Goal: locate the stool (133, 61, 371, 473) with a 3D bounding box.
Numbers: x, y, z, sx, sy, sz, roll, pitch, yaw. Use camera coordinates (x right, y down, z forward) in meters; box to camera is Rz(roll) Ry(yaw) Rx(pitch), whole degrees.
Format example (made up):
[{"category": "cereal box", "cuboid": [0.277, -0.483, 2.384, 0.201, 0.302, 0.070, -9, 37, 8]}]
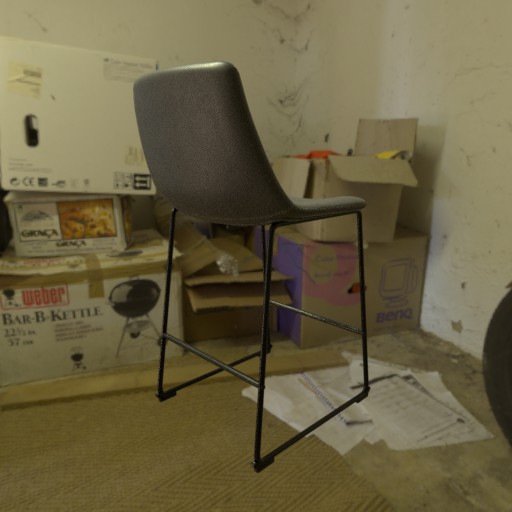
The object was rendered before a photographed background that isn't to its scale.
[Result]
[{"category": "stool", "cuboid": [0.000, 0.000, 1.179, 0.546, 0.876, 0.470, -13, 19, -43]}]
